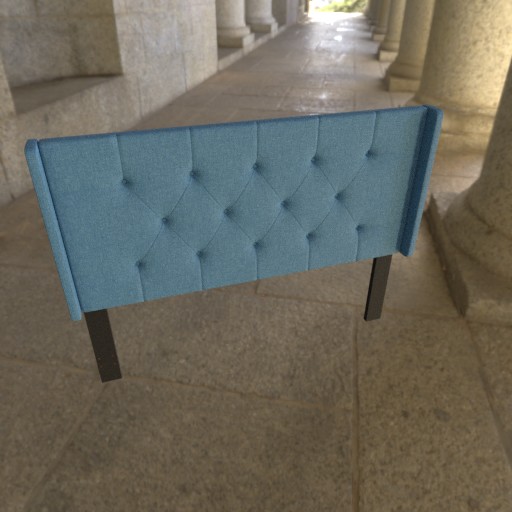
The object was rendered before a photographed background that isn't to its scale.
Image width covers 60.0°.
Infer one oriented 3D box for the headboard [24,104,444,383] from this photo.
[{"bbox_3d":[0.000,0.000,2.545,2.051,1.524,0.184,-10,33,-15],"label":"headboard"}]
